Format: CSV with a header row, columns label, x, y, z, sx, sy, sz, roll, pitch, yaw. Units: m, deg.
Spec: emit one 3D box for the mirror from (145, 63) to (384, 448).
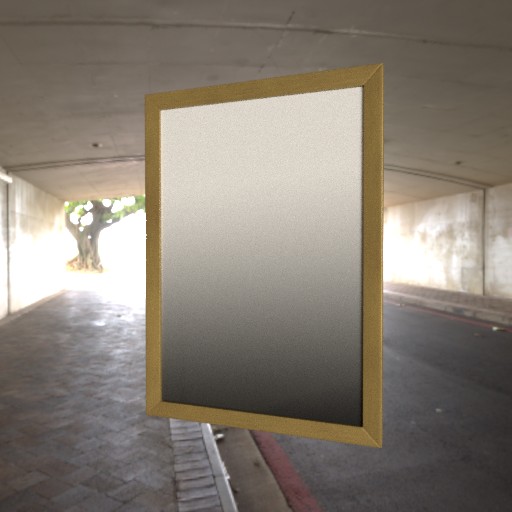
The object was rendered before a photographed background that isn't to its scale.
label,x,y,z,sx,sy,sz,roll,pitch,yaw
mirror,0.000,0.000,0.919,0.507,0.710,0.040,0,1,19
